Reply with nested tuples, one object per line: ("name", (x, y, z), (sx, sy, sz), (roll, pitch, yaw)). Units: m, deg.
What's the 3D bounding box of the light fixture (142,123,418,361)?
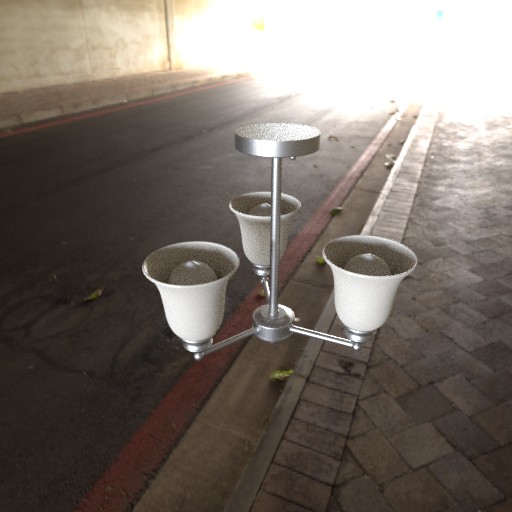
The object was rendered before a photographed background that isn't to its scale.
("light fixture", (0.000, 0.000, 0.685), (0.354, 0.370, 0.388), (-18, 32, -31))
